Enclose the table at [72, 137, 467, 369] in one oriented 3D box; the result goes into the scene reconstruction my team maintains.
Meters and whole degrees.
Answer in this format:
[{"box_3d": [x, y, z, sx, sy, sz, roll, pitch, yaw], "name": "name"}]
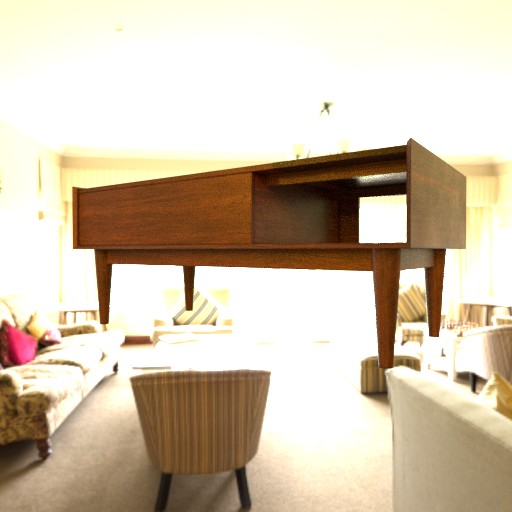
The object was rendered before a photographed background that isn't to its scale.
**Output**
[{"box_3d": [0.000, 0.000, 1.526, 1.221, 0.508, 0.610, 0, 1, 35], "name": "table"}]
